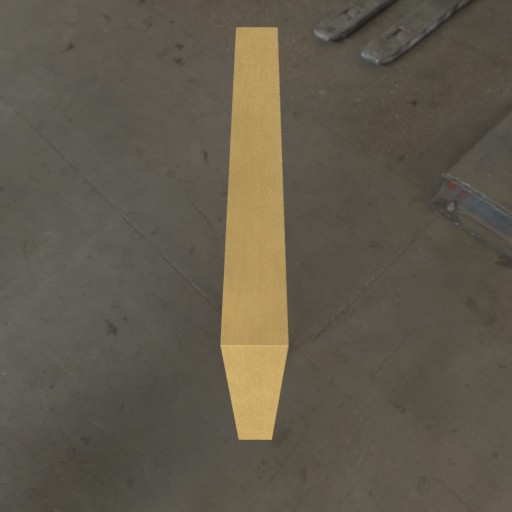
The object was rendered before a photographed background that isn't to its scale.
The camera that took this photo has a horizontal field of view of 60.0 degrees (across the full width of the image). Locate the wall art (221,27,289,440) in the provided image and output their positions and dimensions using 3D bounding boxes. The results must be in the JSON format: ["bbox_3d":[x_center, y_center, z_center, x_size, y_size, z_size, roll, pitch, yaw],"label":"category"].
[{"bbox_3d":[0.000,0.000,0.456,0.038,0.305,0.305,0,58,0],"label":"wall art"}]
